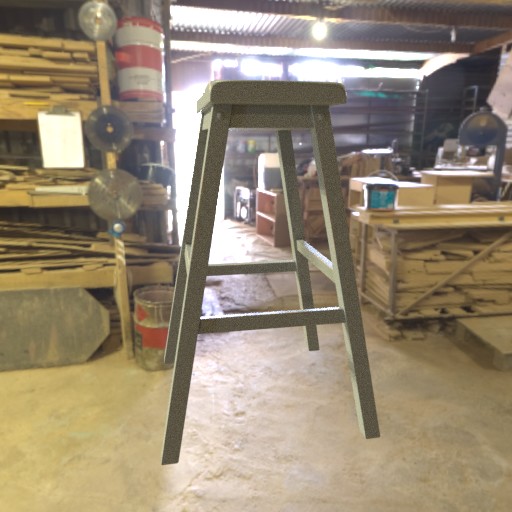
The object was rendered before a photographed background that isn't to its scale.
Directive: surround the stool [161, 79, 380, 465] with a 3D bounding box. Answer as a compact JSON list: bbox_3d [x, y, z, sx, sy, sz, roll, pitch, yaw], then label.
[{"bbox_3d":[0.000,0.000,1.062,0.476,0.737,0.457,-3,15,-10],"label":"stool"}]
